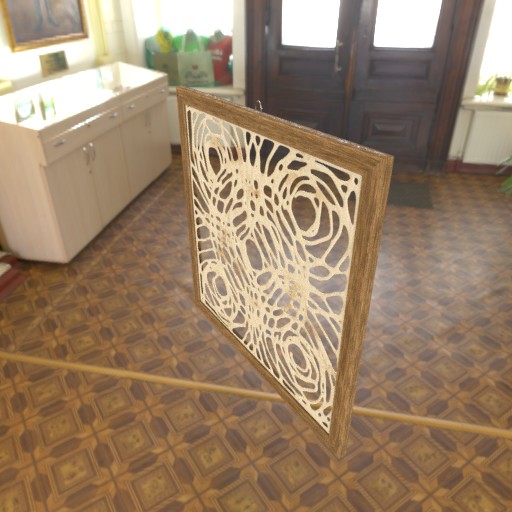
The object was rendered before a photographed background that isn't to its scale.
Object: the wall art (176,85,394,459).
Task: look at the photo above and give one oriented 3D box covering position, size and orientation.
[{"bbox_3d":[0.000,0.000,0.860,0.021,0.576,0.561,-19,36,-29],"label":"wall art"}]
